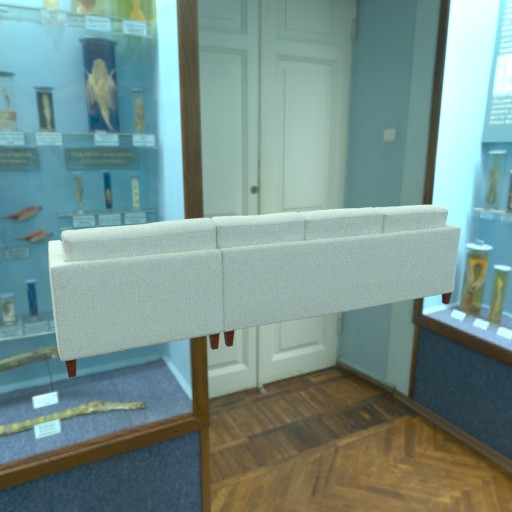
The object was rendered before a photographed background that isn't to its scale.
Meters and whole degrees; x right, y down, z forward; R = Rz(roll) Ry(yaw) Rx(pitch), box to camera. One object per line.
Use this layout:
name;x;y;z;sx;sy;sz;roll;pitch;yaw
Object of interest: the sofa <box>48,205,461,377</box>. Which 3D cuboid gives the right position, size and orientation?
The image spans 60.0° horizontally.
sofa;0.000;0.000;4.105;3.471;0.954;1.606;-6;15;-24
